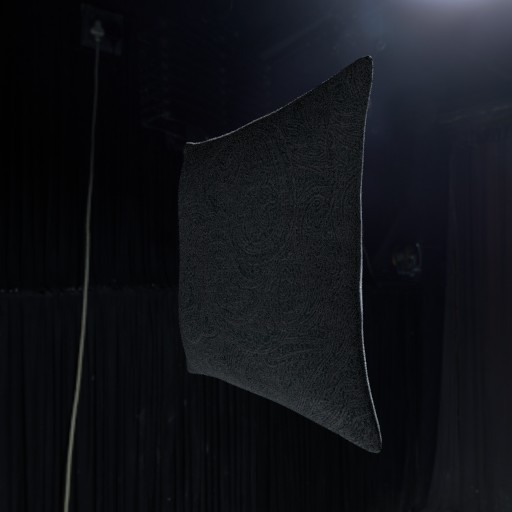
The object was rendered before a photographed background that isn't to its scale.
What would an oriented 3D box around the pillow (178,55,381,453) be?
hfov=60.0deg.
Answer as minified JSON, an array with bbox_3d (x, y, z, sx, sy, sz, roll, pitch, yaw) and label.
[{"bbox_3d":[0.000,0.000,0.773,0.166,0.507,0.526,1,-1,-35],"label":"pillow"}]
